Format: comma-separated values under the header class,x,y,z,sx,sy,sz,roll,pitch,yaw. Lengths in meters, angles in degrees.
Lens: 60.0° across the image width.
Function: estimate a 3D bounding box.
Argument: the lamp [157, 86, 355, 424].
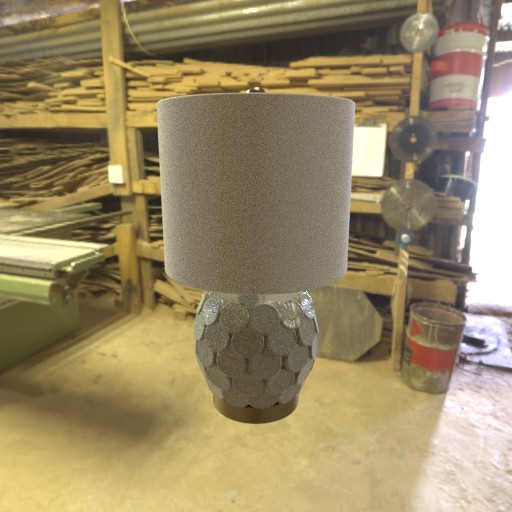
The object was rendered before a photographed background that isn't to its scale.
class,x,y,z,sx,sy,sz,roll,pitch,yaw
lamp,0.000,0.000,0.628,0.254,0.452,0.254,0,14,0
